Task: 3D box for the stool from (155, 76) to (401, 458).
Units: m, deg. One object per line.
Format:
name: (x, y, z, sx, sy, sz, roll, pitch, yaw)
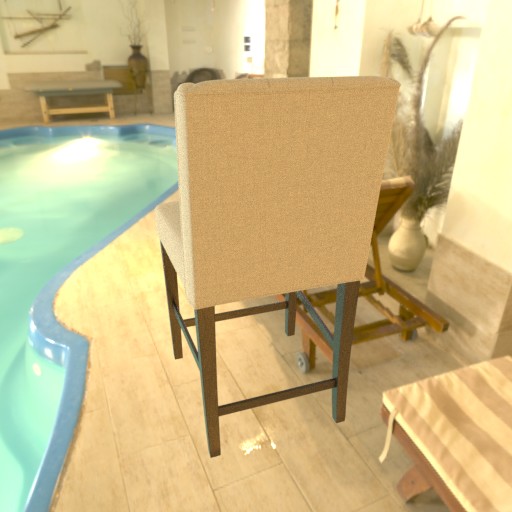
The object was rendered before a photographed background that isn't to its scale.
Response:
stool: (0.000, 0.000, 1.210, 0.474, 0.939, 0.509, -8, 27, -17)
